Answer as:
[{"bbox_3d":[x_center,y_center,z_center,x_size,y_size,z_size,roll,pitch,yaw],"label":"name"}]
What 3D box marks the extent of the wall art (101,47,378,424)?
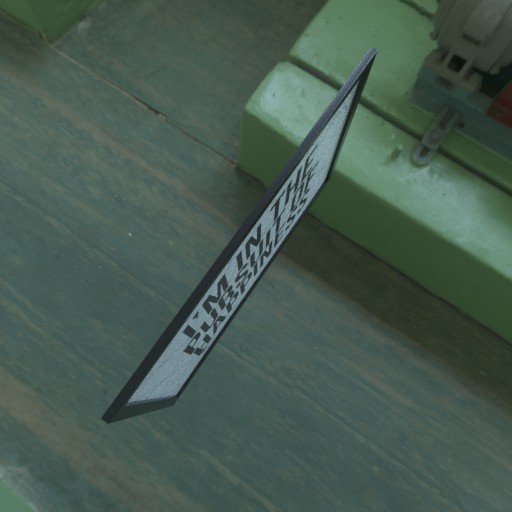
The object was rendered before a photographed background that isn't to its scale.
[{"bbox_3d":[0.000,0.000,1.029,0.015,0.552,0.819,33,77,9],"label":"wall art"}]
